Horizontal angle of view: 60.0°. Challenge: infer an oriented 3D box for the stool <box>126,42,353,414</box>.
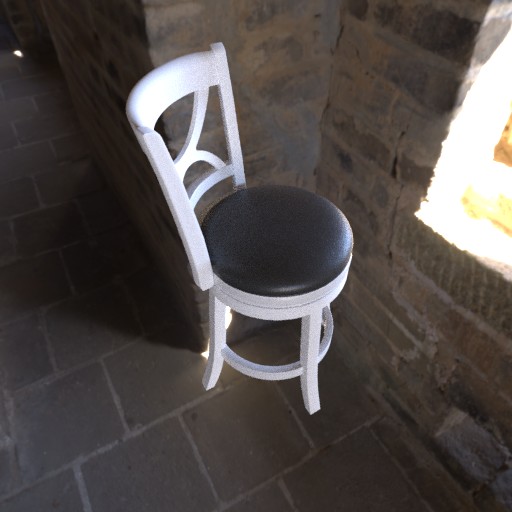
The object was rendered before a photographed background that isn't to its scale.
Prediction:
[{"bbox_3d":[0.000,0.000,1.224,0.508,0.953,0.444,10,46,10],"label":"stool"}]
